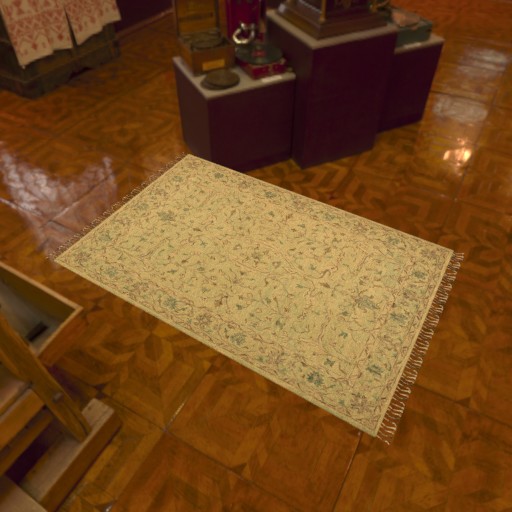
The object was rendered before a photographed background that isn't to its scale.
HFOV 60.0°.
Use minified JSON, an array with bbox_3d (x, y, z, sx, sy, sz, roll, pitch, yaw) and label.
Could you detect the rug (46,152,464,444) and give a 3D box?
[{"bbox_3d":[0.000,0.000,3.035,2.435,0.010,1.544,24,51,21],"label":"rug"}]
